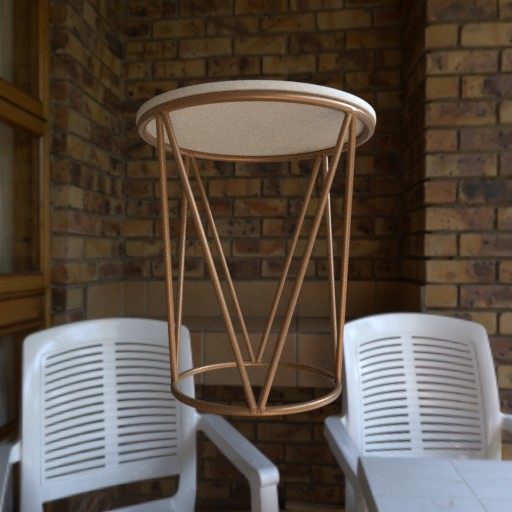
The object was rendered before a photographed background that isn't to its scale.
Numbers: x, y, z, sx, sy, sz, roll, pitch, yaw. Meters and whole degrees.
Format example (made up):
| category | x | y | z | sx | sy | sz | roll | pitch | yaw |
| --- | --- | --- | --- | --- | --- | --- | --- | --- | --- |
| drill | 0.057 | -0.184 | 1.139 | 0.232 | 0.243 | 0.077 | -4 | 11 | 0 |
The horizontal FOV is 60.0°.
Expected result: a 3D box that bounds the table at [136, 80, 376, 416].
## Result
| category | x | y | z | sx | sy | sz | roll | pitch | yaw |
| --- | --- | --- | --- | --- | --- | --- | --- | --- | --- |
| table | 0.000 | 0.000 | 0.958 | 0.500 | 0.564 | 0.500 | 0 | 0 | 0 |
